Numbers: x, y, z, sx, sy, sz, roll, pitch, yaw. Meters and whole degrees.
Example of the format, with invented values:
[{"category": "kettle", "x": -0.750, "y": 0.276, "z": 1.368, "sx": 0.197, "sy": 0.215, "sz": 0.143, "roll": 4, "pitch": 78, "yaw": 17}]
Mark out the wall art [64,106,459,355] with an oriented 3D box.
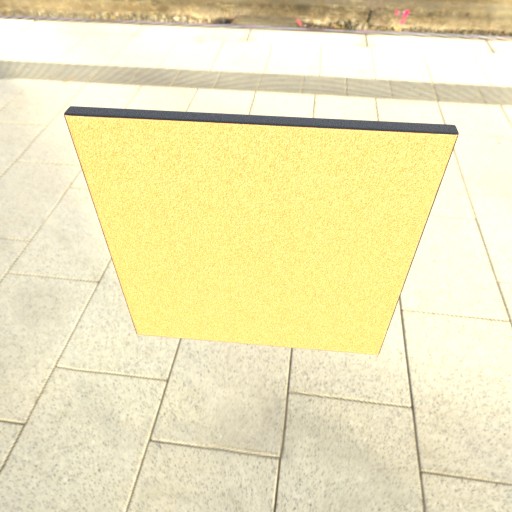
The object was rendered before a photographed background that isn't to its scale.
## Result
[{"category": "wall art", "x": 0.000, "y": 0.000, "z": 0.676, "sx": 0.456, "sy": 0.453, "sz": 0.022, "roll": 4, "pitch": 46, "yaw": 4}]
